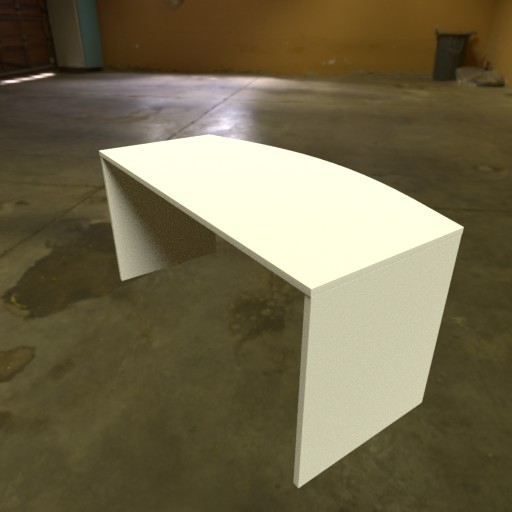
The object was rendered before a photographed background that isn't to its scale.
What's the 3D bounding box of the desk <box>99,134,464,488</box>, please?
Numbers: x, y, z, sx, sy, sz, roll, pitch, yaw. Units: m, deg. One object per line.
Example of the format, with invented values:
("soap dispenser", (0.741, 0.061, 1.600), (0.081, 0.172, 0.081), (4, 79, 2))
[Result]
("desk", (0.000, 0.000, 2.024), (0.802, 0.750, 1.600), (-18, 33, -31))
